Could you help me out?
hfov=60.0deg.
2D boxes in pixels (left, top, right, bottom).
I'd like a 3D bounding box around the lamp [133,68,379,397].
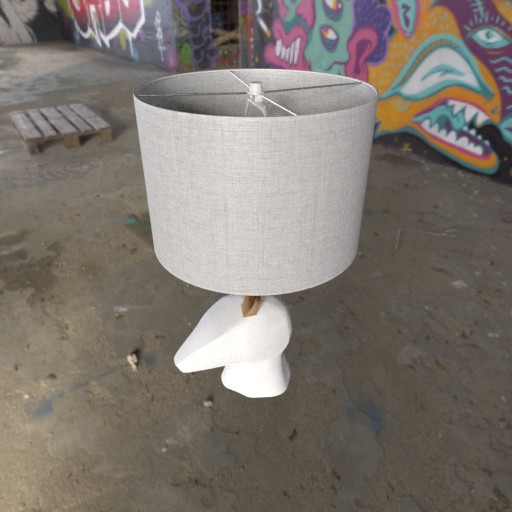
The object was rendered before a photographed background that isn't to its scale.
[{"bbox_3d":[0.000,0.000,0.679,0.298,0.503,0.298,-9,32,-14],"label":"lamp"}]
